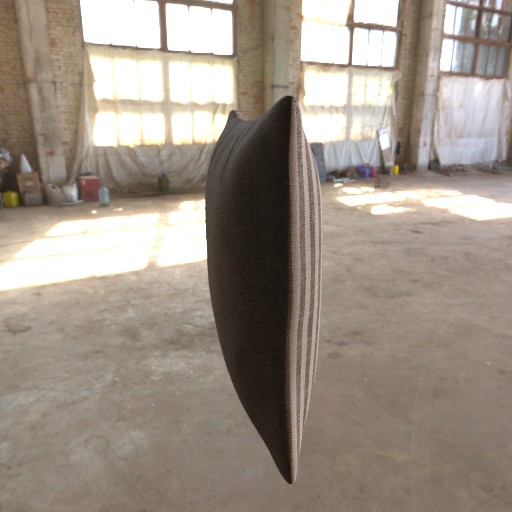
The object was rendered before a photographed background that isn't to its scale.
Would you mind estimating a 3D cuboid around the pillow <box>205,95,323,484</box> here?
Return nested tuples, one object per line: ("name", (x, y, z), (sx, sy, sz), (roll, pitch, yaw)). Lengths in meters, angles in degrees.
("pillow", (0.000, 0.000, 0.780), (0.166, 0.506, 0.523), (-3, 17, -9))
